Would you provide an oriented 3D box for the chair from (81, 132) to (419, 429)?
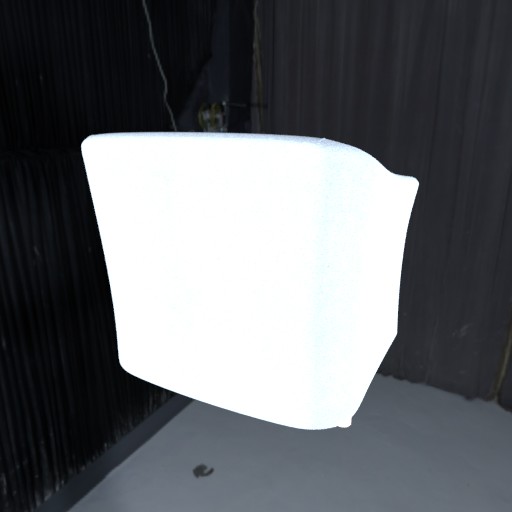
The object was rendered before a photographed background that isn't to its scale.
[{"bbox_3d":[0.000,0.000,1.322,0.790,0.720,0.700,8,19,26],"label":"chair"}]
